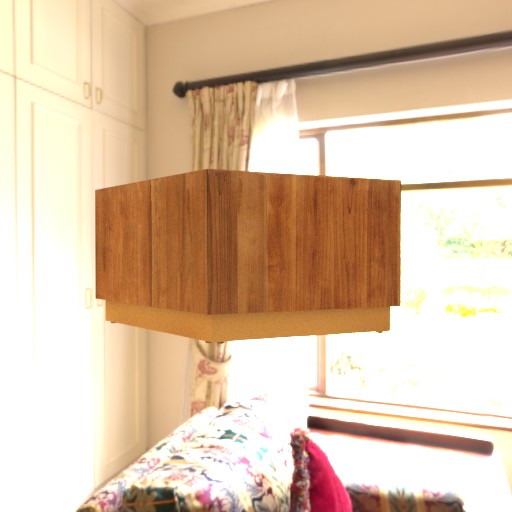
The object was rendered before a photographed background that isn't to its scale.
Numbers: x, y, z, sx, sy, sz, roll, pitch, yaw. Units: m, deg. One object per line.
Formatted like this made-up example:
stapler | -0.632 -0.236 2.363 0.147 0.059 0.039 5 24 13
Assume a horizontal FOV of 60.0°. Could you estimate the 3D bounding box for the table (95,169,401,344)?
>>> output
table | 0.000 0.000 1.692 1.154 0.456 1.000 0 1 -18
